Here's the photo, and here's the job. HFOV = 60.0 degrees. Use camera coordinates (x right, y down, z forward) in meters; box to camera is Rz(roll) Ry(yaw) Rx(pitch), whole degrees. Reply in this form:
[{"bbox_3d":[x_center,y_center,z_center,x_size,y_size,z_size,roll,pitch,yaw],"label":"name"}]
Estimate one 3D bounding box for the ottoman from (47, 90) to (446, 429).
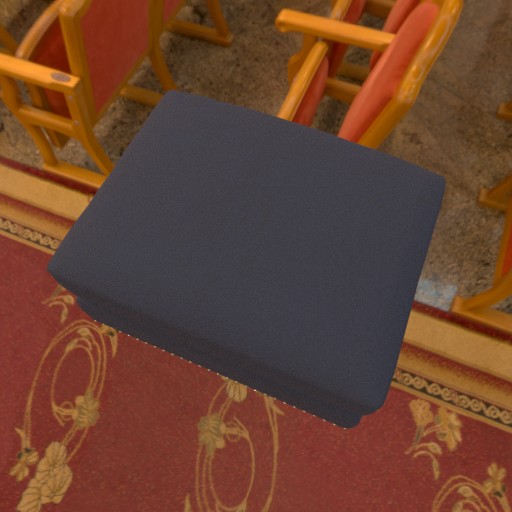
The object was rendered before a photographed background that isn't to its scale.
[{"bbox_3d":[0.000,0.000,1.137,0.741,0.513,0.584,21,66,10],"label":"ottoman"}]
